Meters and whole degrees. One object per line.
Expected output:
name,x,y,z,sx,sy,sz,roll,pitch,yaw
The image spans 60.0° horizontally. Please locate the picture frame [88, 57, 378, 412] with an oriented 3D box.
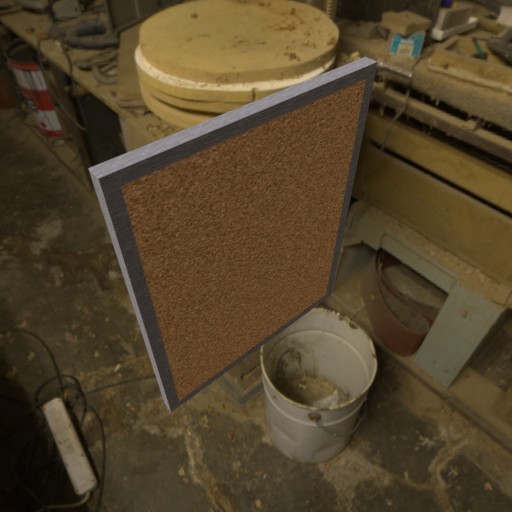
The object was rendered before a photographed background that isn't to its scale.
picture frame,0.000,0.000,0.772,0.454,0.559,0.029,-31,54,-27
